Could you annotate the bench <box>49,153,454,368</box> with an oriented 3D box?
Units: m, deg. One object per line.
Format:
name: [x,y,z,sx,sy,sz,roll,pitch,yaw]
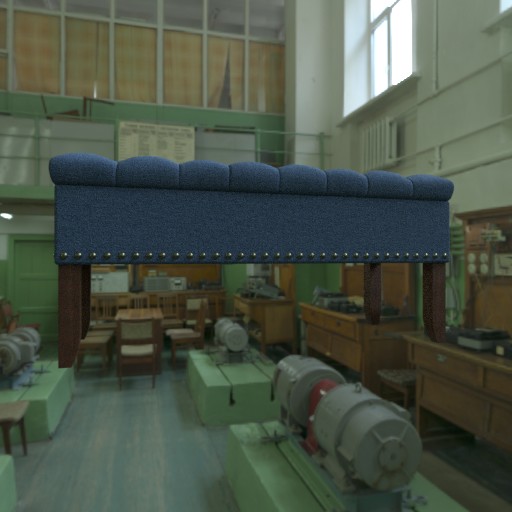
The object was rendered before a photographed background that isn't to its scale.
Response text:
bench: [0.000,0.000,1.291,1.052,0.492,0.417,0,0,-17]
